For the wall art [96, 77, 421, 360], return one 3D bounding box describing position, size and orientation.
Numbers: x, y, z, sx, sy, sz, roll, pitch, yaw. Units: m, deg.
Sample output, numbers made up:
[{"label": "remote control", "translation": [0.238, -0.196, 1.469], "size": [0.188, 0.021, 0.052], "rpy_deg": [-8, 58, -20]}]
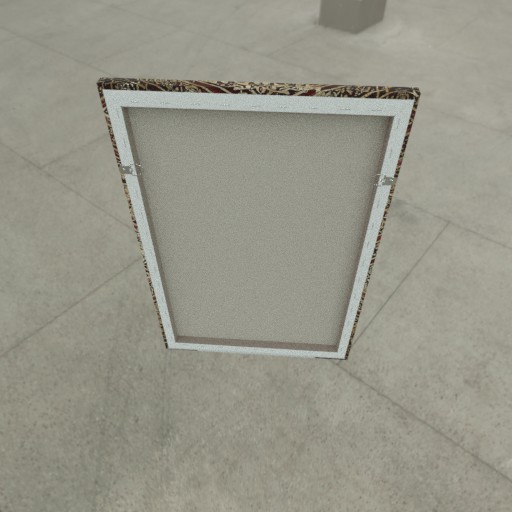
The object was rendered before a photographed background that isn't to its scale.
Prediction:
[{"label": "wall art", "translation": [0.000, 0.000, 1.147], "size": [0.599, 0.904, 0.030], "rpy_deg": [3, 46, 3]}]
